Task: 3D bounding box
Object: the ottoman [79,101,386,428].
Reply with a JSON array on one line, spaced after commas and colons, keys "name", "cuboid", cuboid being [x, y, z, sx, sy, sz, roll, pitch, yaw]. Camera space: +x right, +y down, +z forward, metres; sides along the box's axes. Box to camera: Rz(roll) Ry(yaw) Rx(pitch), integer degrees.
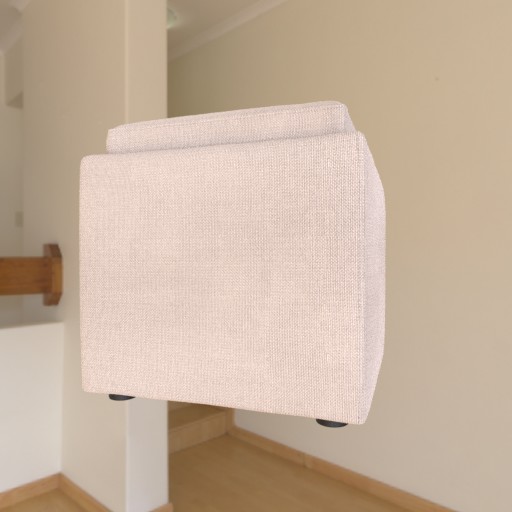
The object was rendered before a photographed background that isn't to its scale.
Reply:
[{"name": "ottoman", "cuboid": [0.000, 0.000, 0.828, 0.451, 0.460, 0.450, 0, 0, 19]}]
